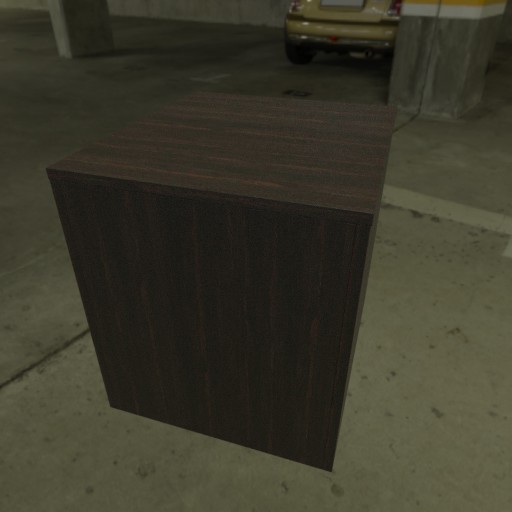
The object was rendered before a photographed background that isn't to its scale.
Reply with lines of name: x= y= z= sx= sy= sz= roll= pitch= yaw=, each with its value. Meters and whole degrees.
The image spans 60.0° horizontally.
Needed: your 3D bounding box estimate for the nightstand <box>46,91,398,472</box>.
nightstand: x=0.000 y=0.000 z=0.806 sx=0.400 sy=0.460 sz=0.461 roll=10 pitch=34 yaw=15
